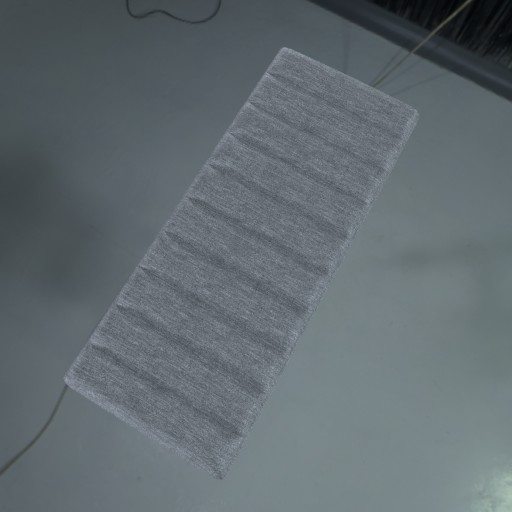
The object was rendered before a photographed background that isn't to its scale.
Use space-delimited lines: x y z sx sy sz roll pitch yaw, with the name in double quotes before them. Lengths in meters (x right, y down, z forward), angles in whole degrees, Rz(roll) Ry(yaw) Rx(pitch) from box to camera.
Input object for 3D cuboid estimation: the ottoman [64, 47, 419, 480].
"ottoman" 0.000 0.000 1.395 0.482 0.469 1.151 29 77 7
